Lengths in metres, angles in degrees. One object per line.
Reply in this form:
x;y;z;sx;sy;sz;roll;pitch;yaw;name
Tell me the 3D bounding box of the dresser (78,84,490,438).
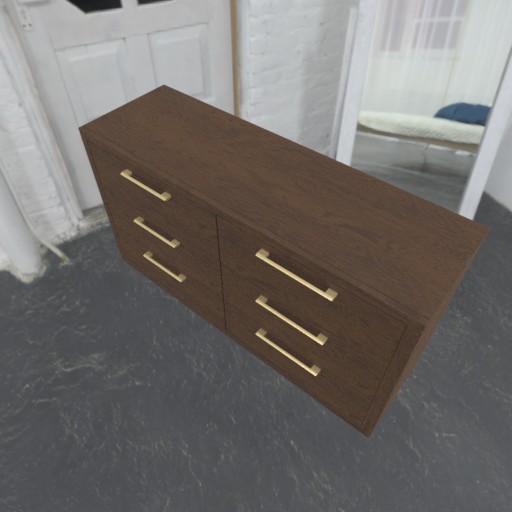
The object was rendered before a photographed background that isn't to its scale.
0.000;0.000;1.941;1.523;0.889;0.512;31;55;25;dresser
